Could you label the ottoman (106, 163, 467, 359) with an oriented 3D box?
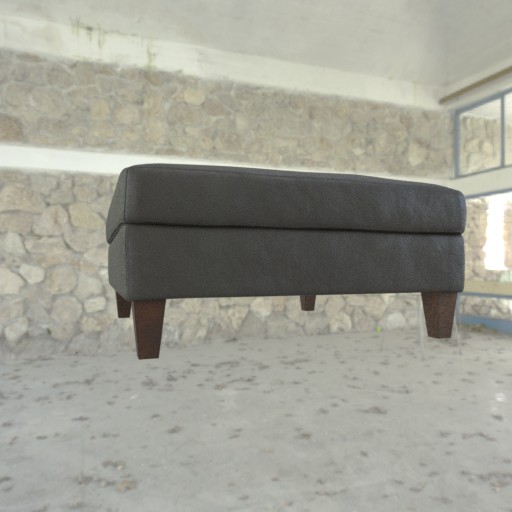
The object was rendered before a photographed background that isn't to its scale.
[{"bbox_3d":[0.000,0.000,1.322,0.836,0.415,0.844,1,-2,-20],"label":"ottoman"}]
